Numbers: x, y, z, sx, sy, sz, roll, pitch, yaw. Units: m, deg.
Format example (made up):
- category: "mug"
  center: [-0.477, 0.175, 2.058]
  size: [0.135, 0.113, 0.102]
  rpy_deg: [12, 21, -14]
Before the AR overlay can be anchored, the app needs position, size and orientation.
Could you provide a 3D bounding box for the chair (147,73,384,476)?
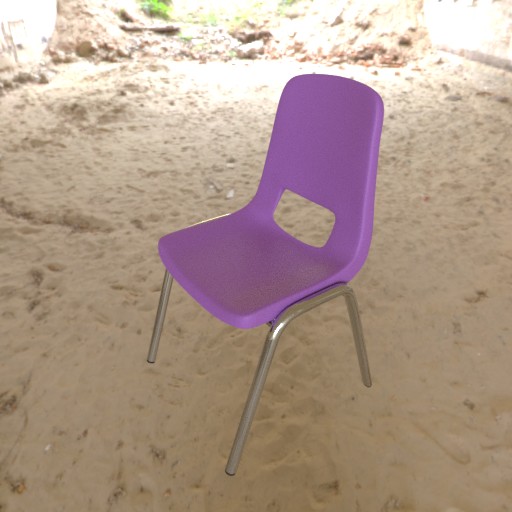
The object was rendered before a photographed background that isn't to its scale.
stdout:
- category: "chair"
  center: [0.000, 0.000, 0.680]
  size: [0.301, 0.493, 0.291]
  rpy_deg: [-20, 36, -30]
